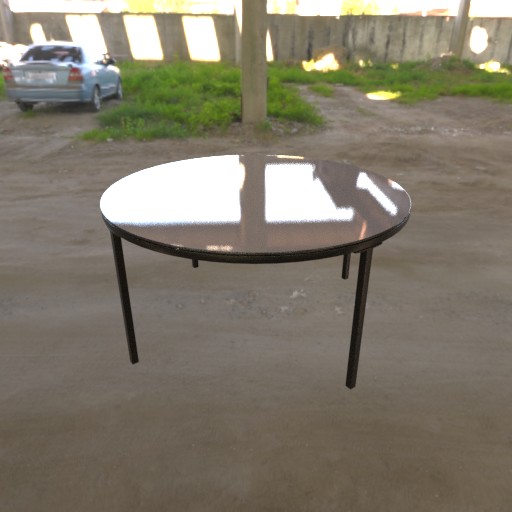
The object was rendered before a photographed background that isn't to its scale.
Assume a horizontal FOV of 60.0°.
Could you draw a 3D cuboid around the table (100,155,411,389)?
[{"bbox_3d":[0.000,0.000,1.279,0.800,0.400,0.800,0,26,0],"label":"table"}]
